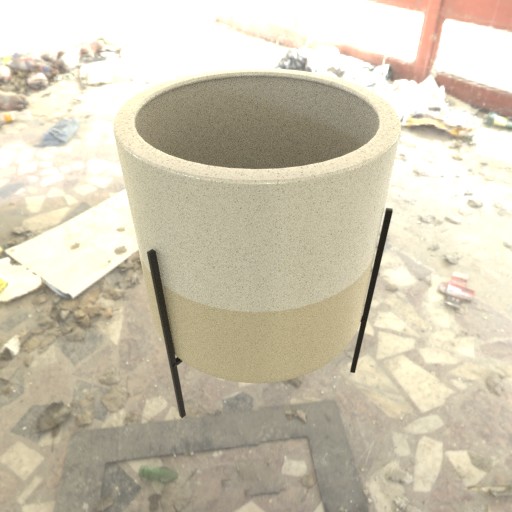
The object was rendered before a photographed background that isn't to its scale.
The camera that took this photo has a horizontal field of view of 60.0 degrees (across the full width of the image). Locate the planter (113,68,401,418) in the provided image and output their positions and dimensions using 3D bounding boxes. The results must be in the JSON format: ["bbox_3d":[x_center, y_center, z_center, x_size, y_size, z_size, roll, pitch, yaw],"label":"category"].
[{"bbox_3d":[0.000,0.000,0.717,0.359,0.484,0.368,-11,41,-13],"label":"planter"}]
